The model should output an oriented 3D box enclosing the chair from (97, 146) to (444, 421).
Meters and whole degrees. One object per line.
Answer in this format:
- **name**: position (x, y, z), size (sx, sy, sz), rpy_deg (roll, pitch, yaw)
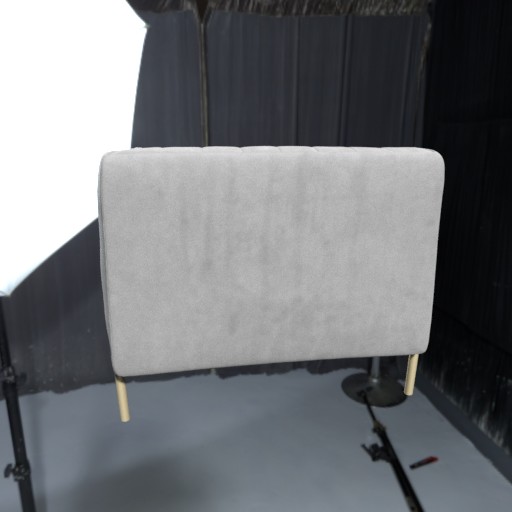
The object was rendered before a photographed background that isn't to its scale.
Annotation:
- **chair**: position (0.000, 0.000, 1.611), size (0.981, 0.779, 0.873), rpy_deg (-2, 14, -9)
